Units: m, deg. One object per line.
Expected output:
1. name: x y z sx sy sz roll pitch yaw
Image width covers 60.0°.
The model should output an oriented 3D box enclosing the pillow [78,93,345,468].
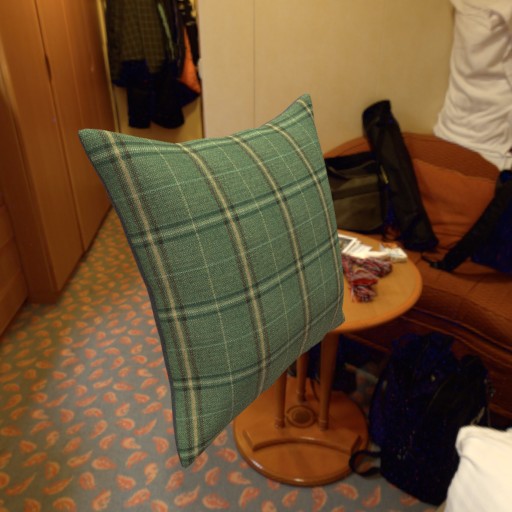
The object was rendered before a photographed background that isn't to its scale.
1. pillow: 0.000 0.000 0.678 0.200 0.430 0.453 18 31 33
